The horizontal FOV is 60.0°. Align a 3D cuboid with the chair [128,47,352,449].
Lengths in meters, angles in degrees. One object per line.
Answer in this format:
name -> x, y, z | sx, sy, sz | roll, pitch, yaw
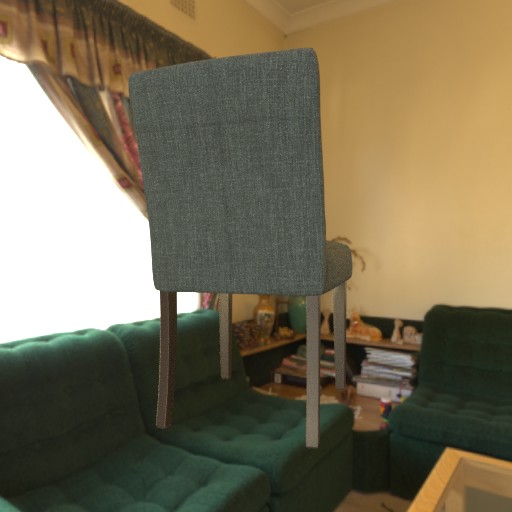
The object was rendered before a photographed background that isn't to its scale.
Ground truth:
chair -> 0.000, 0.000, 1.255 | 0.487, 0.884, 0.629 | 0, 0, 18
